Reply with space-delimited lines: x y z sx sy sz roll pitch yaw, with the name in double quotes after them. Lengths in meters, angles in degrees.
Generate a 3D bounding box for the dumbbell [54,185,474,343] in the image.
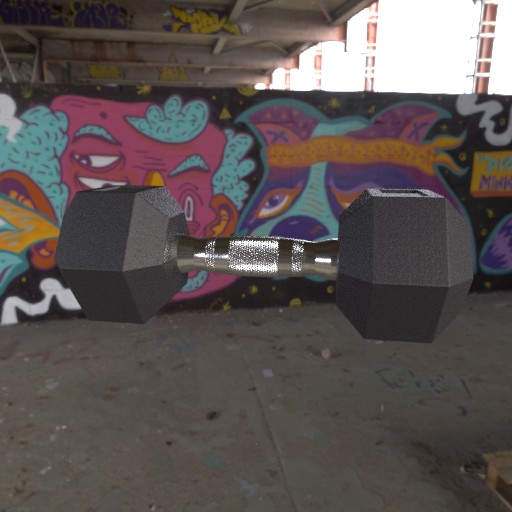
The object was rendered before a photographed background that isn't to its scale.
0.000 0.000 0.344 0.297 0.101 0.116 2 14 9 "dumbbell"
